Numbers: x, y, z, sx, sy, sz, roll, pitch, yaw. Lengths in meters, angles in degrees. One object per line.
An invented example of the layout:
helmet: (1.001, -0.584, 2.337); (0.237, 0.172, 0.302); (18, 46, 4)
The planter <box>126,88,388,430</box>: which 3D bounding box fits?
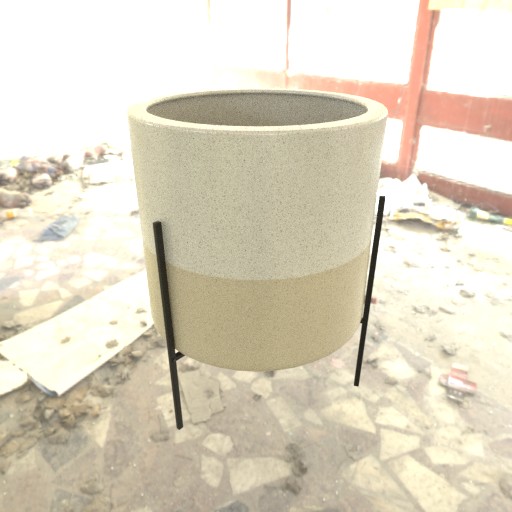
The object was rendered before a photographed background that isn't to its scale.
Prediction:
planter: (0.000, 0.000, 0.735); (0.359, 0.484, 0.368); (-8, 29, -16)
